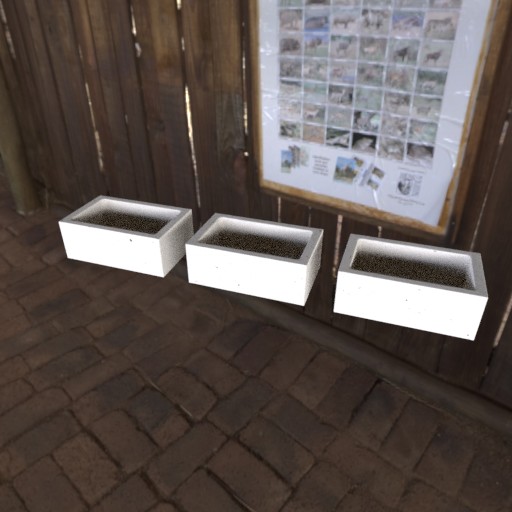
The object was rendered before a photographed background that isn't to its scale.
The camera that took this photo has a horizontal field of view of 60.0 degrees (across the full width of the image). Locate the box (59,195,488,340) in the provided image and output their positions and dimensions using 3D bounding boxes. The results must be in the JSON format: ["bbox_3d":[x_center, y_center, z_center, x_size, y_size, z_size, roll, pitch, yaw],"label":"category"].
[{"bbox_3d":[0.000,0.000,0.501,0.461,0.051,0.082,10,33,16],"label":"box"}]
